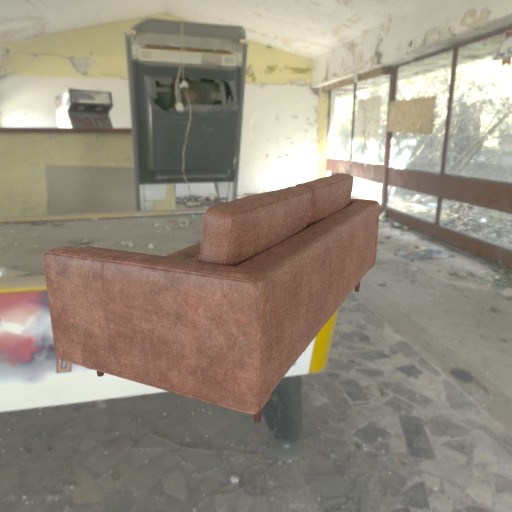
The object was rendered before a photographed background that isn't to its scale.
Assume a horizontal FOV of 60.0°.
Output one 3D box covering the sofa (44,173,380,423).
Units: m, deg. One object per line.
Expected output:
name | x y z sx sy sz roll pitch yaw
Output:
sofa | 0.000 0.000 2.293 0.910 0.760 1.870 7 16 25
